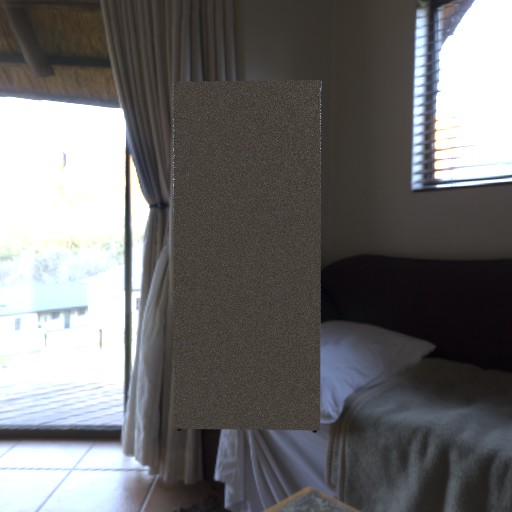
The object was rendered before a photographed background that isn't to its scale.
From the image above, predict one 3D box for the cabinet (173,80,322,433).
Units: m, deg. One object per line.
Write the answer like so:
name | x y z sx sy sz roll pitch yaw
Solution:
cabinet | 0.000 0.000 1.860 0.380 0.900 1.450 0 0 2
